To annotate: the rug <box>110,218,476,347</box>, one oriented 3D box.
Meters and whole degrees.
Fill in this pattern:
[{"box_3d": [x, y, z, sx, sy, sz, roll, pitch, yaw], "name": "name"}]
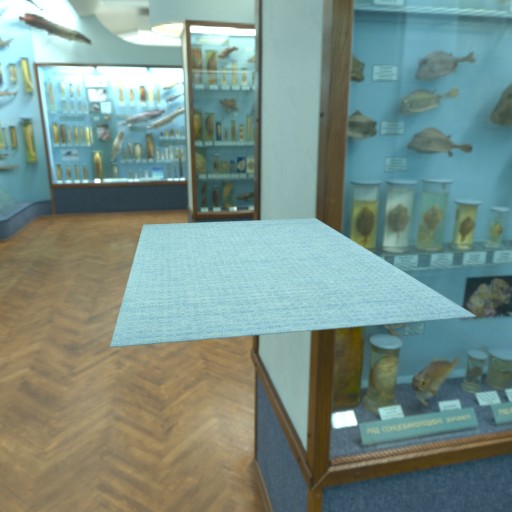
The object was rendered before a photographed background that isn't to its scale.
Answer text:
[{"box_3d": [0.000, 0.000, 3.691, 1.982, 0.006, 2.895, -3, 16, -10], "name": "rug"}]
